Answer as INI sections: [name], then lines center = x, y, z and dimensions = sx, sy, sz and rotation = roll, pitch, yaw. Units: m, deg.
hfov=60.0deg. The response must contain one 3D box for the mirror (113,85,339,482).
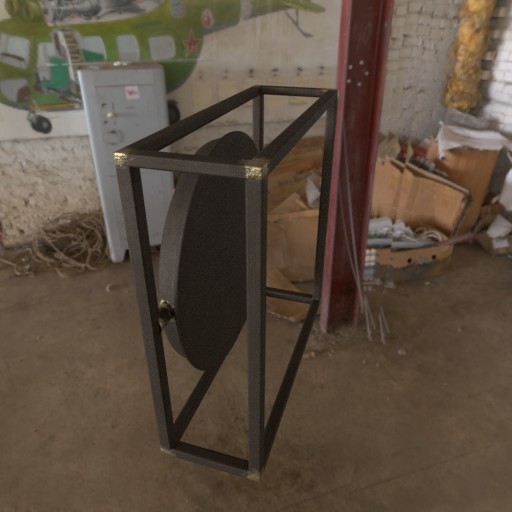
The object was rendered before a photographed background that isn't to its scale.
[mirror]
center = 0.000, 0.000, 0.480
dimensions = 0.107, 0.303, 0.306
rotation = 9, 31, 15
